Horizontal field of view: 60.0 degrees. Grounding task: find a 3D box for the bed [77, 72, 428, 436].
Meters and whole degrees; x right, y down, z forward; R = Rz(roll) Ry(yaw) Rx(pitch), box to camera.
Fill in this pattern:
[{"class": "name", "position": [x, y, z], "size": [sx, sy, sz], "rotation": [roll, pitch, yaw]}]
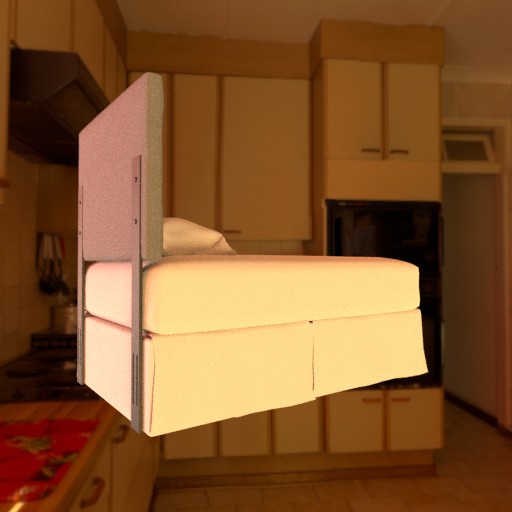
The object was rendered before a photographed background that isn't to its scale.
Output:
[{"class": "bed", "position": [0.000, 0.000, 2.917], "size": [1.997, 1.571, 1.261], "rotation": [1, -1, -36]}]
